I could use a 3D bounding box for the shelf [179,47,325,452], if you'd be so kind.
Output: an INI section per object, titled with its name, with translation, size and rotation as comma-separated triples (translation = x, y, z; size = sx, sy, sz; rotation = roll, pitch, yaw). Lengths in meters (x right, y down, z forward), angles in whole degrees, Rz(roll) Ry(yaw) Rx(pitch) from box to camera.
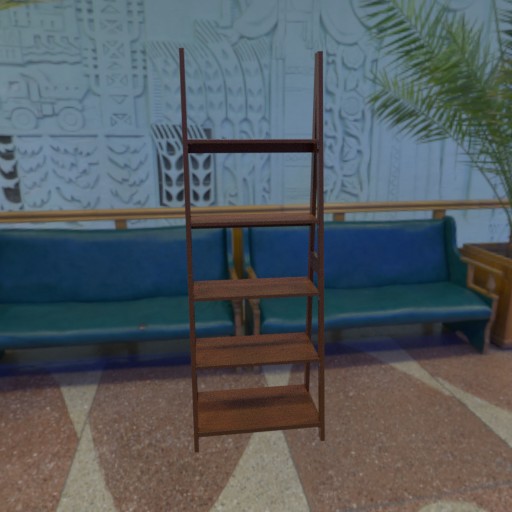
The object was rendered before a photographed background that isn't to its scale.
[shelf]
translation = 0.000, 0.000, 2.034
size = 0.630, 1.780, 0.356
rotation = -2, 16, -7
